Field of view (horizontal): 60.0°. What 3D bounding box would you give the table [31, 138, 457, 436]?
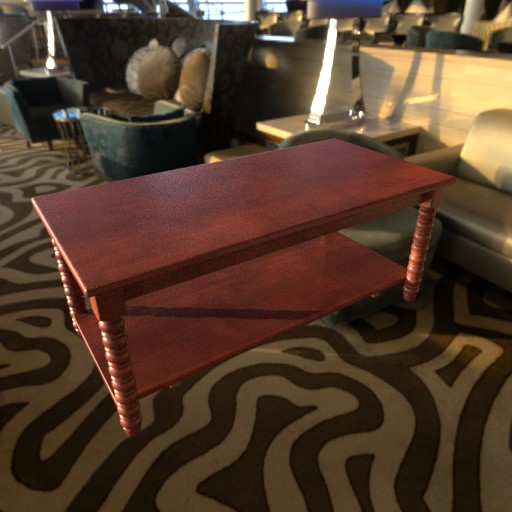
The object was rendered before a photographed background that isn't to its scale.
[{"bbox_3d":[0.000,0.000,1.461,1.171,0.485,0.580,-18,34,-29],"label":"table"}]
